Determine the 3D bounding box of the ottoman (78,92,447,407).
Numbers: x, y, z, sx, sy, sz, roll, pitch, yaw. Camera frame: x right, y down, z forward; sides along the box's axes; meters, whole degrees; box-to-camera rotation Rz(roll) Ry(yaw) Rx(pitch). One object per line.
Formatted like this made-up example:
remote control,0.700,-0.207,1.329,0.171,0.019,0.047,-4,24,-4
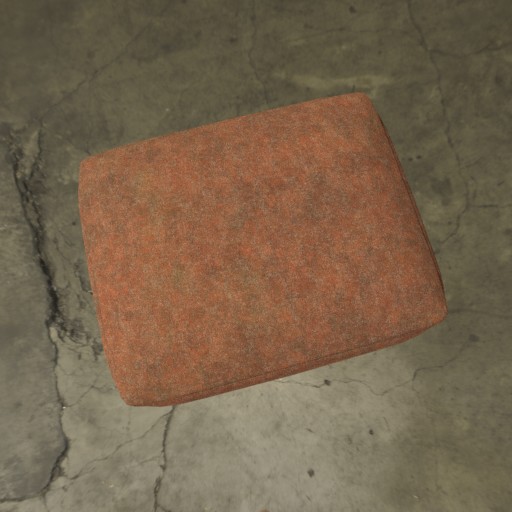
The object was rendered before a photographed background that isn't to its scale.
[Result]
ottoman,0.000,0.000,1.188,0.787,0.508,0.635,-15,76,-4
